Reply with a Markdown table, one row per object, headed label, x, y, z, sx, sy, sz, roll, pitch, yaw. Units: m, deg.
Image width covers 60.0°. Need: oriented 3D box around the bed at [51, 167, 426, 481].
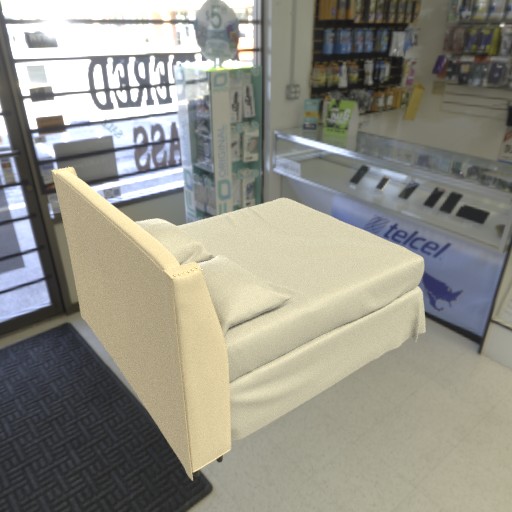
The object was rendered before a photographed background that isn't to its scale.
| label | x | y | z | sx | sy | sz | roll | pitch | yaw |
| --- | --- | --- | --- | --- | --- | --- | --- | --- | --- |
| bed | 0.000 | 0.000 | 3.377 | 2.276 | 1.332 | 1.925 | -19 | 33 | -32 |
